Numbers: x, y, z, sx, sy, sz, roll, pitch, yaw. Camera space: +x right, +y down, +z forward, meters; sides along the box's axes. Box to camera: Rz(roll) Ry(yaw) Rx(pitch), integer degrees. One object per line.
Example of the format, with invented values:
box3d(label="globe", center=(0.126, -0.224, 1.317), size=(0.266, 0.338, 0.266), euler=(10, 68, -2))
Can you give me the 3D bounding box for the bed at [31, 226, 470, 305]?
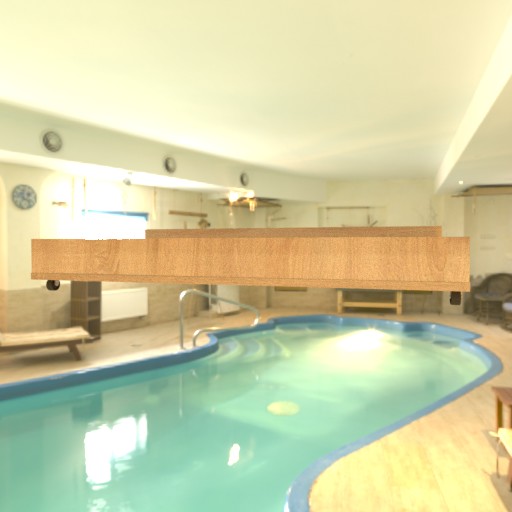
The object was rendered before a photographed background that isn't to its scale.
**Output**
box3d(label="bed", center=(0.000, 0.000, 1.466), size=(1.200, 0.209, 0.685), euler=(0, 1, 17))
